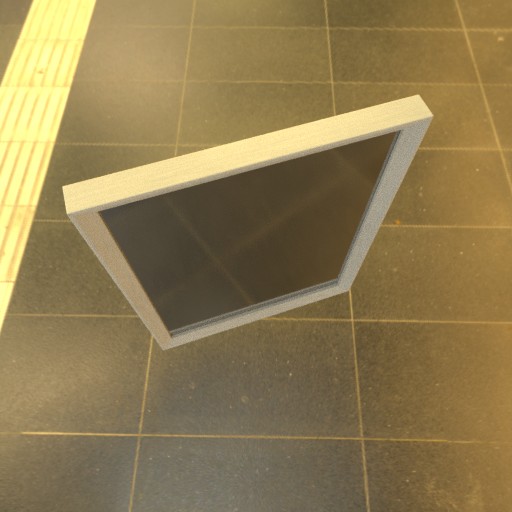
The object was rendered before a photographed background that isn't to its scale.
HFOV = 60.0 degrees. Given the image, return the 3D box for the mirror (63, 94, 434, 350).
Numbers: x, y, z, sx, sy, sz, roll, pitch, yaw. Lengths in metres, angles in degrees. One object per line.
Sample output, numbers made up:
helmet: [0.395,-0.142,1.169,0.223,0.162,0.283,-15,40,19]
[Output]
mirror: [0.000,0.000,0.700,0.406,0.509,0.041,-17,64,-8]
